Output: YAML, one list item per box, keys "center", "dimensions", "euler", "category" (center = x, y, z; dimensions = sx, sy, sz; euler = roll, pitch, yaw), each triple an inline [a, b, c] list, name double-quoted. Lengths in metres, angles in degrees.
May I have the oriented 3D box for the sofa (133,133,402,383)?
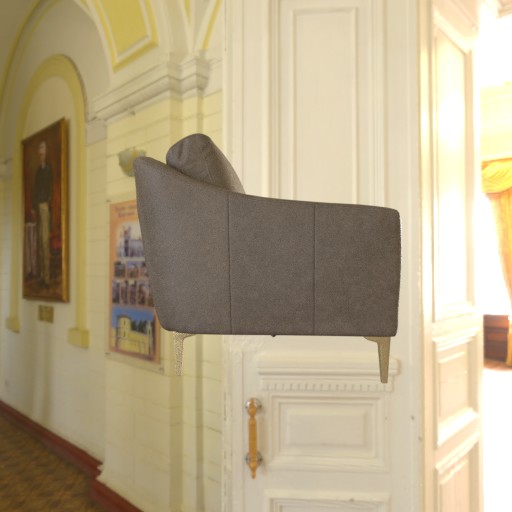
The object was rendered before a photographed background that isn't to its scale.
- center: [0.000, 0.000, 2.473]
  dimensions: [0.960, 0.902, 2.036]
  euler: [0, -1, -1]
  category: "sofa"
